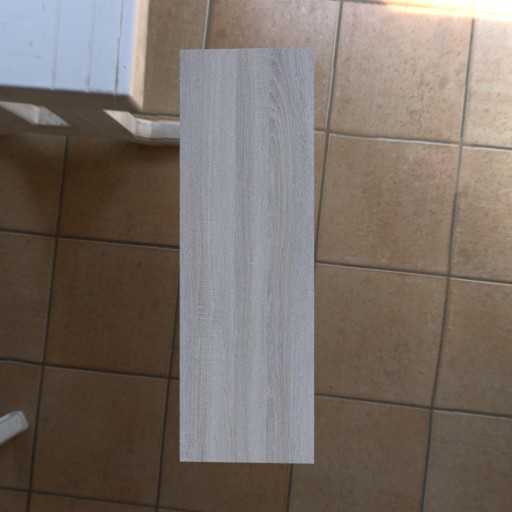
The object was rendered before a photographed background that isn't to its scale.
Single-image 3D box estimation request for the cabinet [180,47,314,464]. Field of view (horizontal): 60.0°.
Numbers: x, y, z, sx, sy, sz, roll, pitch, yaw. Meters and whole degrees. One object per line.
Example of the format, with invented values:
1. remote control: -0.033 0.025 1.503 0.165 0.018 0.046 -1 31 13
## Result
1. cabinet: 0.000 0.000 3.031 0.620 2.060 1.870 0 90 2
